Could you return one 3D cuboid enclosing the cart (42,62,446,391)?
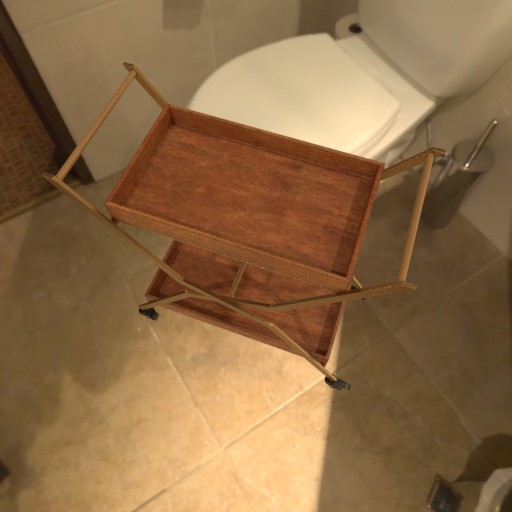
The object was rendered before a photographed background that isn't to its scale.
[{"bbox_3d":[0.000,0.000,1.343,0.836,0.869,0.405,18,64,9],"label":"cart"}]
